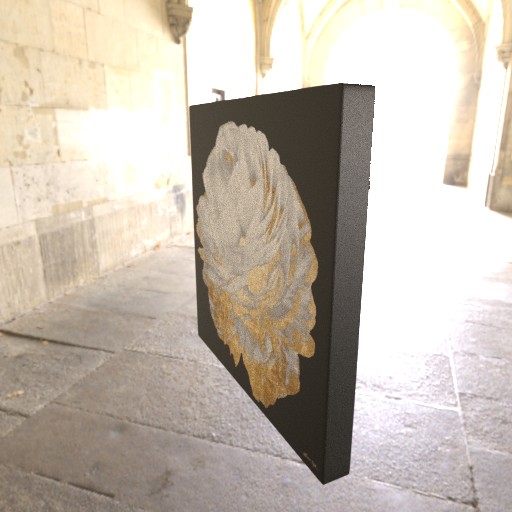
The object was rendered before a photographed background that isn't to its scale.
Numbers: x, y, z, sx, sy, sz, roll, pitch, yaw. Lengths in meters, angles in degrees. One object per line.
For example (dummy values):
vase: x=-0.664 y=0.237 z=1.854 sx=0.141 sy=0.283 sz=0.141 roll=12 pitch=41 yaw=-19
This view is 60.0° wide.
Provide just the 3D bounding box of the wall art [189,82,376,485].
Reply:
wall art: x=0.000 y=0.000 z=0.603 sx=0.041 sy=0.407 sz=0.406 roll=-8 pitch=18 yaw=-25
